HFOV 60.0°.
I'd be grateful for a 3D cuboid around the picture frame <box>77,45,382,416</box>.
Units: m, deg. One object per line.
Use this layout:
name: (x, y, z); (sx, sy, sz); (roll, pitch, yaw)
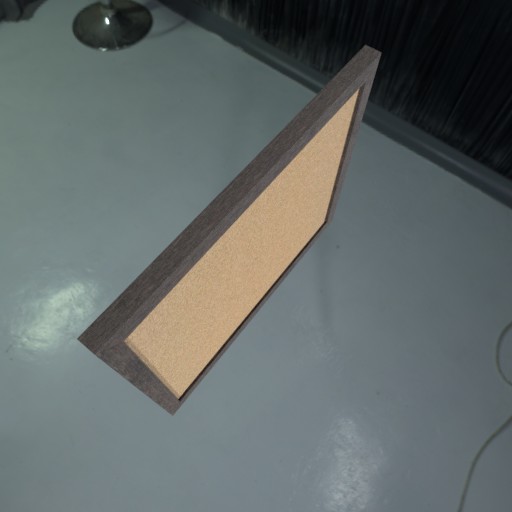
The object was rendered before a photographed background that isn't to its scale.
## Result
picture frame: (0.000, 0.000, 0.736); (0.026, 0.455, 0.546); (35, 68, 16)
